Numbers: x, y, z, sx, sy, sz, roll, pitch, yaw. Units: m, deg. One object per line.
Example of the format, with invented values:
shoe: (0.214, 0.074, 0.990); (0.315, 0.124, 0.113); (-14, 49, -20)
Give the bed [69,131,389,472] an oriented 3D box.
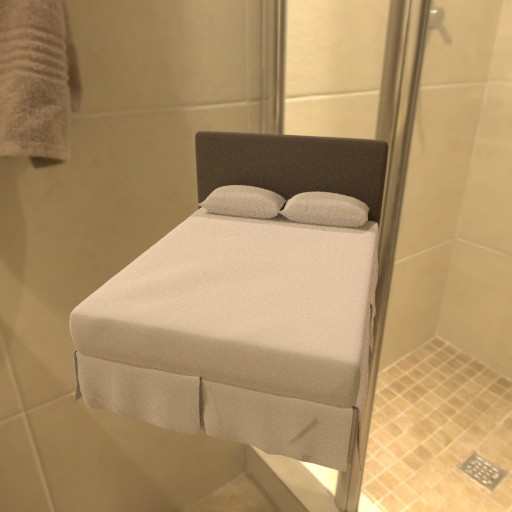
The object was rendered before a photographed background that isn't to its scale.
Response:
bed: (0.000, 0.000, 3.099); (1.723, 1.330, 2.142); (7, 26, 15)
